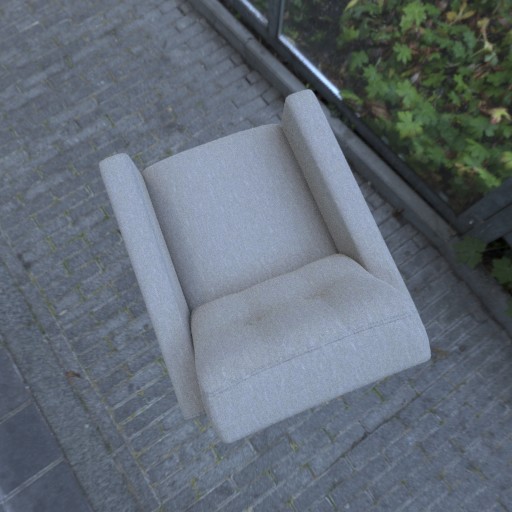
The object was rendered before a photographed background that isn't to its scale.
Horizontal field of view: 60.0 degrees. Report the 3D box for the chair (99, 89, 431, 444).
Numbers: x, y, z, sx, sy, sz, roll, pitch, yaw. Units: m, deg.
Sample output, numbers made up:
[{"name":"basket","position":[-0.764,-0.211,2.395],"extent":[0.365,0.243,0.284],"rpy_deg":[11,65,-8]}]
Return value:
[{"name":"chair","position":[0.000,0.000,1.768],"extent":[0.897,0.965,1.128],"rpy_deg":[-21,76,-5]}]
